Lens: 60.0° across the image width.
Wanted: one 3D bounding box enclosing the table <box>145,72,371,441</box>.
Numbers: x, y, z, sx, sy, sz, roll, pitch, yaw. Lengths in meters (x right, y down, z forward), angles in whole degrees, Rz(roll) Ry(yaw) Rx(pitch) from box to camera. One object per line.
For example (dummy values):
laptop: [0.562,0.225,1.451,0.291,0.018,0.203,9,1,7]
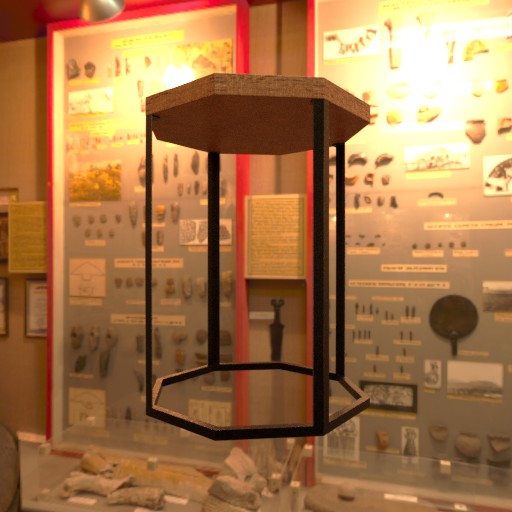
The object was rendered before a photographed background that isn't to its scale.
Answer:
table: [0.000,0.000,0.875,0.437,0.553,0.437,0,1,16]
